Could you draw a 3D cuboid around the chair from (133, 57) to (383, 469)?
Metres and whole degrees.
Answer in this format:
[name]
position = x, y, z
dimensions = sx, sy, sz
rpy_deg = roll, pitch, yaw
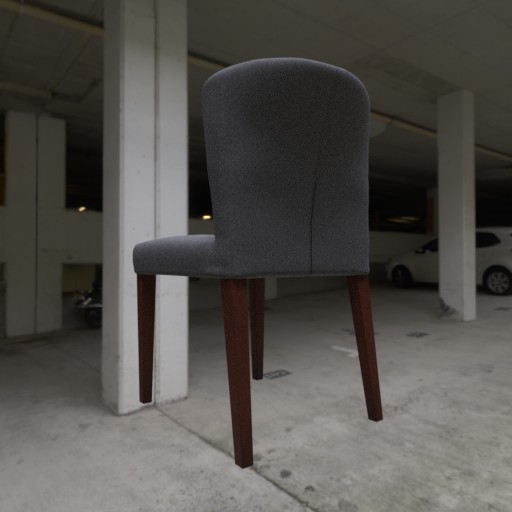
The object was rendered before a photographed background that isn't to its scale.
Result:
[chair]
position = 0.000, 0.000, 1.198
dimensions = 0.491, 0.839, 0.592
rpy_deg = 0, -1, -37
